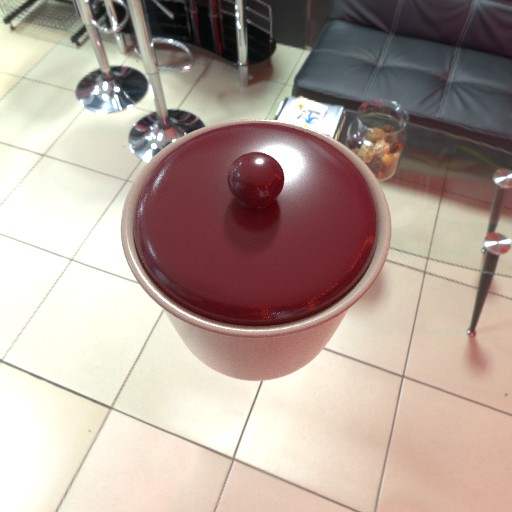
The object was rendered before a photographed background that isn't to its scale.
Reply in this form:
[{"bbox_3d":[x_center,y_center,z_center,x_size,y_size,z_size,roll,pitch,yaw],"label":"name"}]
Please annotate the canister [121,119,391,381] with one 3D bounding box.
[{"bbox_3d":[0.000,0.000,0.350,0.182,0.208,0.182,0,58,0],"label":"canister"}]
